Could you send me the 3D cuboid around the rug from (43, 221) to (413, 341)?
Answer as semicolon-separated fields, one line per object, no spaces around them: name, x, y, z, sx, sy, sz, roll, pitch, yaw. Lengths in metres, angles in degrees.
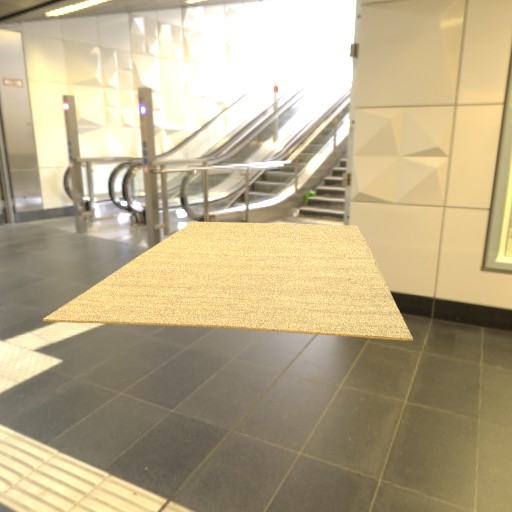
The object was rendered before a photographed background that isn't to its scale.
rug;0.000;0.000;2.252;1.179;0.022;1.820;2;15;7
